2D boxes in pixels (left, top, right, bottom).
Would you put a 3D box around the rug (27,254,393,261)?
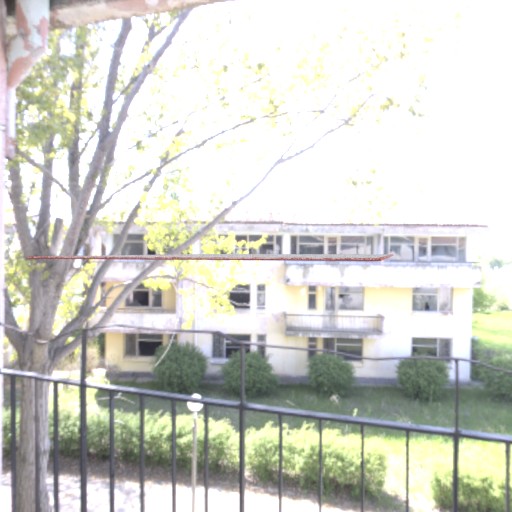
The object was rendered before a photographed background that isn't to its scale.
[{"bbox_3d":[0.000,0.000,4.224,2.441,0.016,3.050,0,1,18],"label":"rug"}]
